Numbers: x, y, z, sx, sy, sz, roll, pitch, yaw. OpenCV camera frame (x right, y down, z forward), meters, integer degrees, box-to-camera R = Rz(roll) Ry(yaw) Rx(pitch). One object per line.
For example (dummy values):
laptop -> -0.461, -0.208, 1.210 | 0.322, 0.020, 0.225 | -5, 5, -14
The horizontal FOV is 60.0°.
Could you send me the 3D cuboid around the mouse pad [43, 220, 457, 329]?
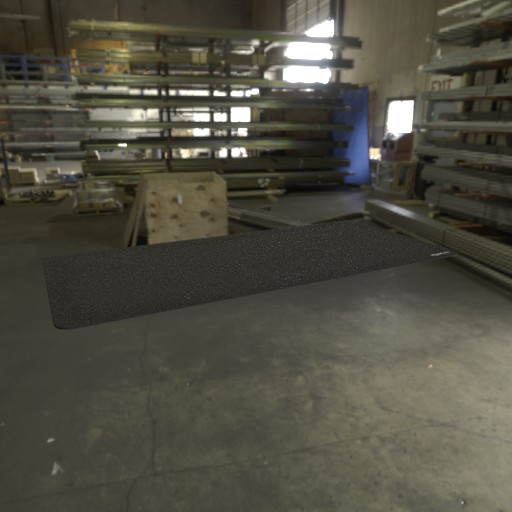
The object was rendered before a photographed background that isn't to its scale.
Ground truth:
mouse pad -> 0.000, 0.000, 1.053 | 0.907, 0.003, 0.424 | -9, 19, -26
